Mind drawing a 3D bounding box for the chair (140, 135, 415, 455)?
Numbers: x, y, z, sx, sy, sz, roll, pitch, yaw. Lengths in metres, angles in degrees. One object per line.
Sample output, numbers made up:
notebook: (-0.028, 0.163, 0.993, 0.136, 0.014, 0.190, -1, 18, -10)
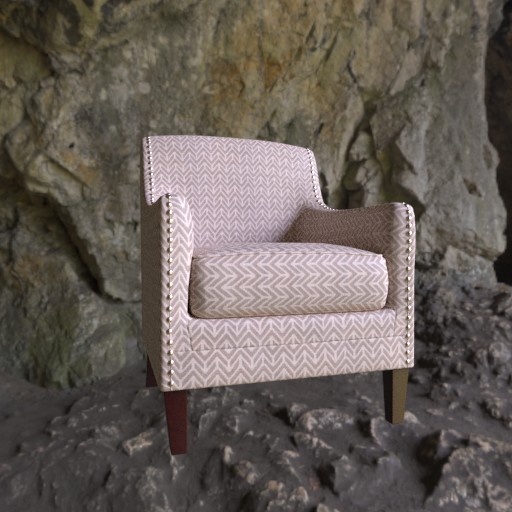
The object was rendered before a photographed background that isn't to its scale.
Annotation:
chair: (0.000, 0.000, 1.292, 0.623, 0.816, 0.651, 0, 1, -18)
